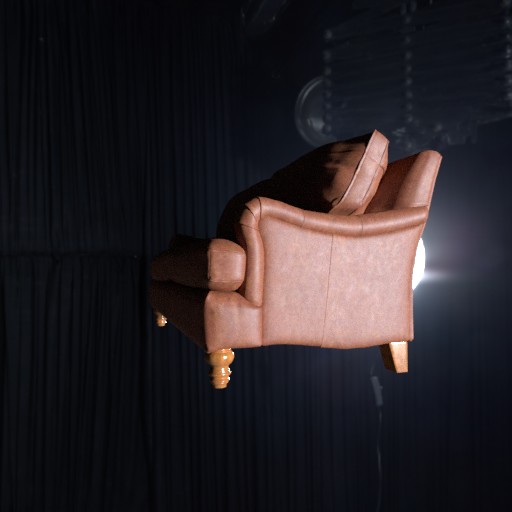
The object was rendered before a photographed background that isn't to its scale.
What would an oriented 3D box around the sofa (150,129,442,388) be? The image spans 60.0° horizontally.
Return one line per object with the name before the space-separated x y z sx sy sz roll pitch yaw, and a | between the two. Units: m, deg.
sofa | 0.000 0.000 2.802 1.147 1.071 2.144 1 -2 -19
